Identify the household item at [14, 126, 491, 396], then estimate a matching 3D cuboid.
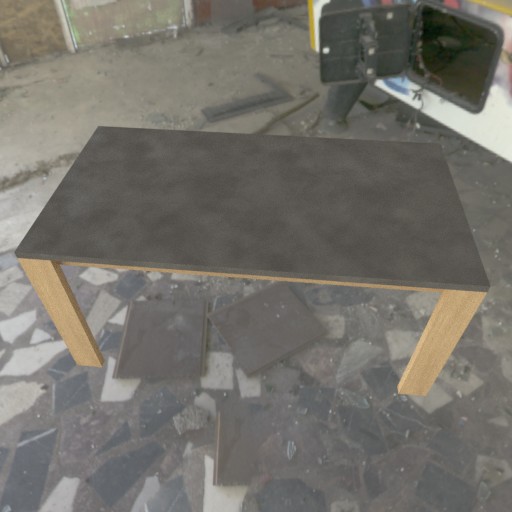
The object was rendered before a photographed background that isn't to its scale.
[{"bbox_3d":[0.000,0.000,2.045,1.600,0.755,0.850,4,46,4],"label":"household item"}]
